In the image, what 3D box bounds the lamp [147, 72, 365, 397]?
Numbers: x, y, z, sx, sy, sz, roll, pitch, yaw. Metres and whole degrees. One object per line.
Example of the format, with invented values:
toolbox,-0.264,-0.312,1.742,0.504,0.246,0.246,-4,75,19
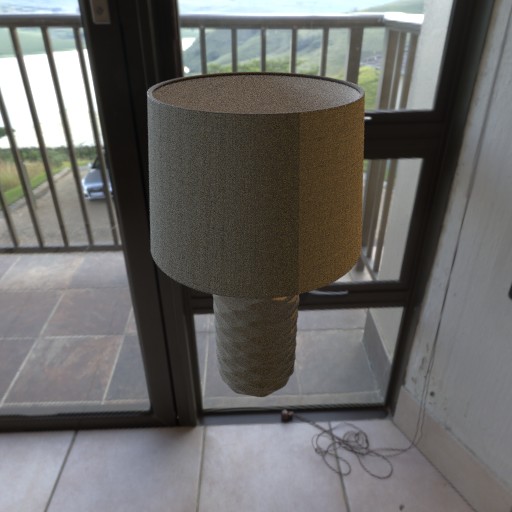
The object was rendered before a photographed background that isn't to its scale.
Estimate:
lamp,0.000,0.000,0.827,0.376,0.594,0.376,0,31,0
